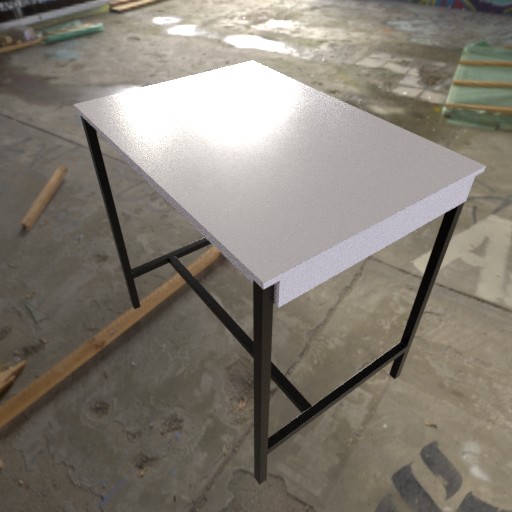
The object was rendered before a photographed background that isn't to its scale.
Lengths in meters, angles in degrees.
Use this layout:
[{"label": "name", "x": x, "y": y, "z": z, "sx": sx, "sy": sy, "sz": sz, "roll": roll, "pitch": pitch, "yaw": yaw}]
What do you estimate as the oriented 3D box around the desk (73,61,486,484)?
[{"label": "desk", "x": 0.000, "y": 0.000, "z": 1.278, "sx": 0.573, "sy": 0.766, "sz": 0.811, "roll": -26, "pitch": 48, "yaw": -27}]
